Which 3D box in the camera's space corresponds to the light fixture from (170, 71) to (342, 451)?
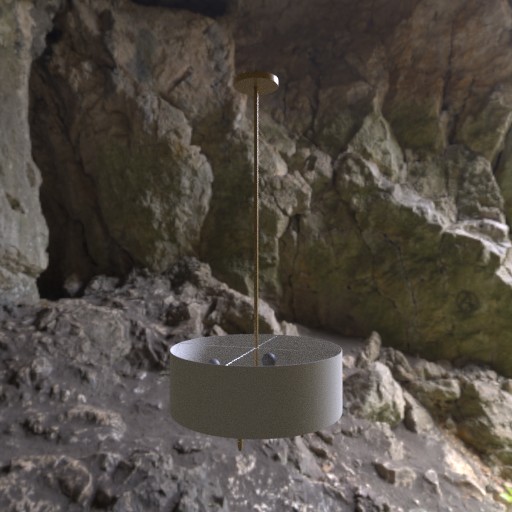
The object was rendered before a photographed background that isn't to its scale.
[{"bbox_3d":[0.000,0.000,1.337,0.508,1.067,0.508,0,-1,0],"label":"light fixture"}]
